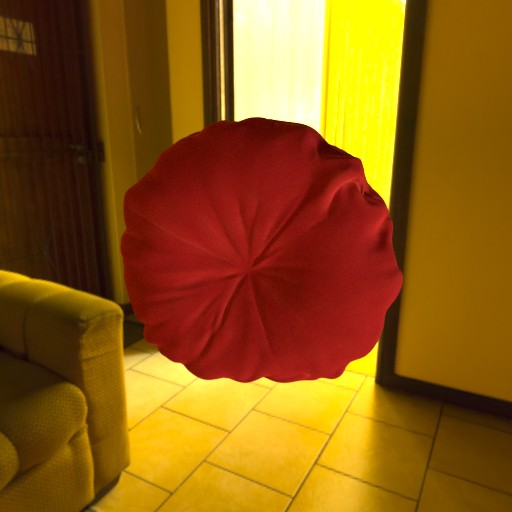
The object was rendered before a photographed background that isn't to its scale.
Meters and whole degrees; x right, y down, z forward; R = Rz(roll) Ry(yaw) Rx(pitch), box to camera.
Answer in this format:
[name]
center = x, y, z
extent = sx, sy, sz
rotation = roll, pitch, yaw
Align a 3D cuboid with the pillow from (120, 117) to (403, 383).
[pillow]
center = 0.000, 0.000, 0.680
extent = 0.428, 0.407, 0.148
rotation = 2, 16, 9
